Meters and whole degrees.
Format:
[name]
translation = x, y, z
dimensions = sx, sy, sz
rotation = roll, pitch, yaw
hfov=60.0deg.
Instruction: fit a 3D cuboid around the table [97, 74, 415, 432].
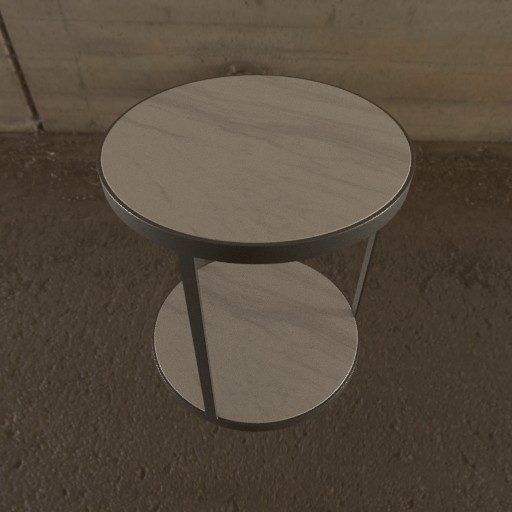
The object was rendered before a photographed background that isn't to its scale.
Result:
[table]
translation = 0.000, 0.000, 0.808
dimensions = 0.445, 0.479, 0.445
rotation = 0, 45, 0
